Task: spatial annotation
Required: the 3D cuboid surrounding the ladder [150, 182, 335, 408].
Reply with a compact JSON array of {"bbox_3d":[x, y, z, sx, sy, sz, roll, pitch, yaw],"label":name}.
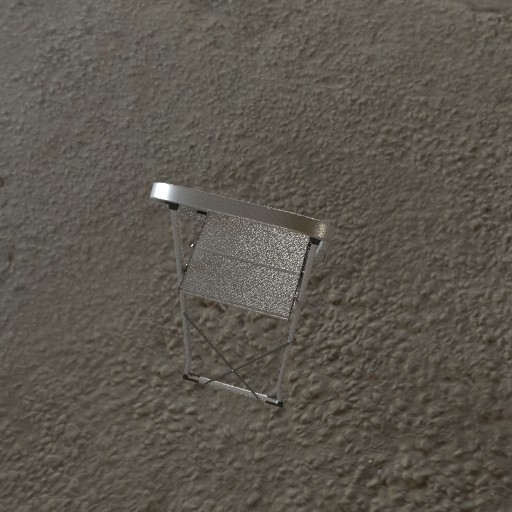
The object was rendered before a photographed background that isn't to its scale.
[{"bbox_3d":[0.000,0.000,1.419,0.465,1.070,0.704,14,64,7],"label":"ladder"}]
